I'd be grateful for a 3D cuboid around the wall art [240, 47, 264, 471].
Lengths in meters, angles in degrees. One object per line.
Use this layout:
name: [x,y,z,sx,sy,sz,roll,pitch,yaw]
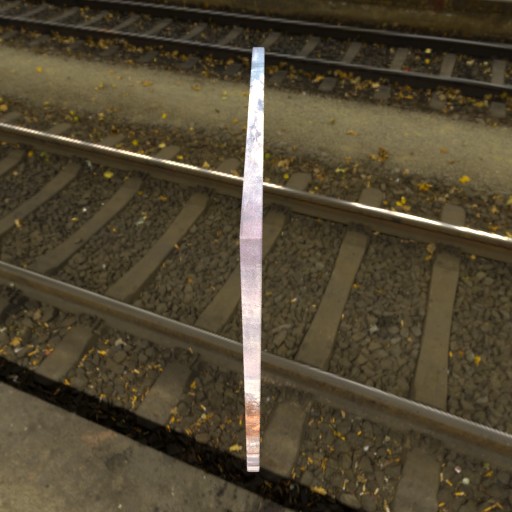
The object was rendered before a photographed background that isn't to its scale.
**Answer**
wall art: [0.000,0.000,1.316,0.035,0.897,0.888,1,43,1]
